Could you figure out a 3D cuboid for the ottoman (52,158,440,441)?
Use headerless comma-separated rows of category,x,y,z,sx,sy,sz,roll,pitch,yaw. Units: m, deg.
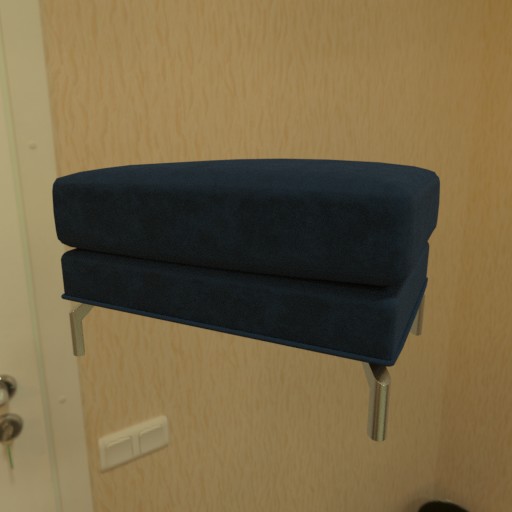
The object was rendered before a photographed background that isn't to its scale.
ottoman,0.000,0.000,1.169,0.835,0.498,0.587,7,15,25
